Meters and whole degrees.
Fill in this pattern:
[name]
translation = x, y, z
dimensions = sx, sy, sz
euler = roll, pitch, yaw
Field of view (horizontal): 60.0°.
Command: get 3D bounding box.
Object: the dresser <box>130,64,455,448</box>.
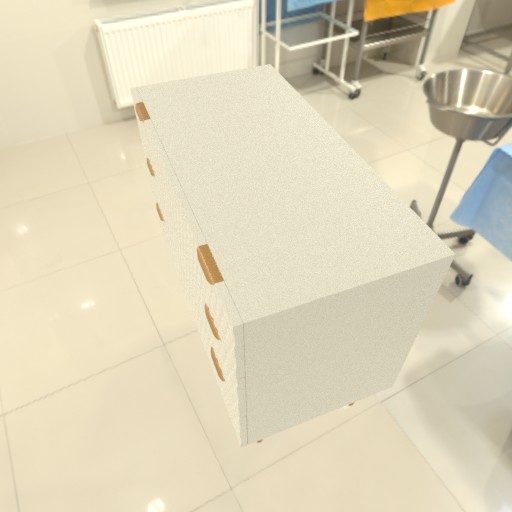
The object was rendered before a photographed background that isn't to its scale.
[dresser]
translation = 0.000, 0.000, 1.334
dimensions = 0.457, 0.721, 0.905
euler = -16, 49, -15
